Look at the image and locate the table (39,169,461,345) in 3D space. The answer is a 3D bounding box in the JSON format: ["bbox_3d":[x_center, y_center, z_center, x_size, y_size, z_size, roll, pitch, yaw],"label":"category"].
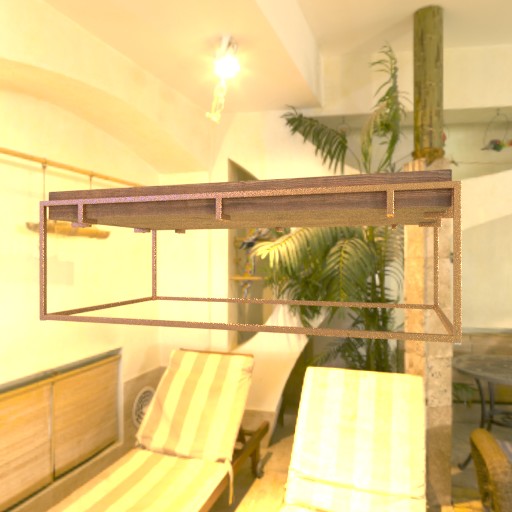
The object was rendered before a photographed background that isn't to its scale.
[{"bbox_3d":[0.000,0.000,1.745,1.387,0.468,0.775,0,0,18],"label":"table"}]
